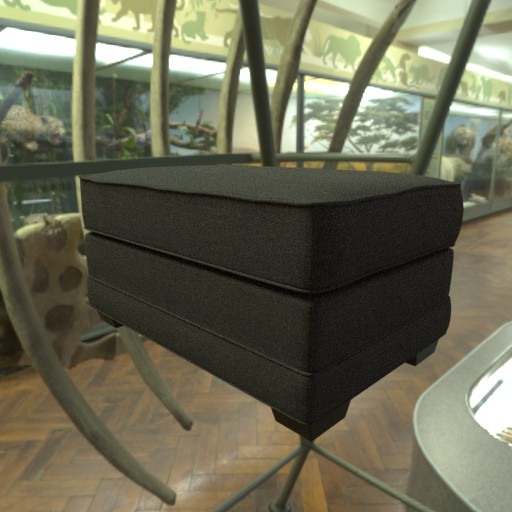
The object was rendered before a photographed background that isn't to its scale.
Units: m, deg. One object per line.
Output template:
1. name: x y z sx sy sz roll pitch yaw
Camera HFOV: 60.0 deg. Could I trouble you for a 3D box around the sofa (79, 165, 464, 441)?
1. sofa: 0.000 0.000 1.178 0.578 0.457 0.854 -13 19 -43
